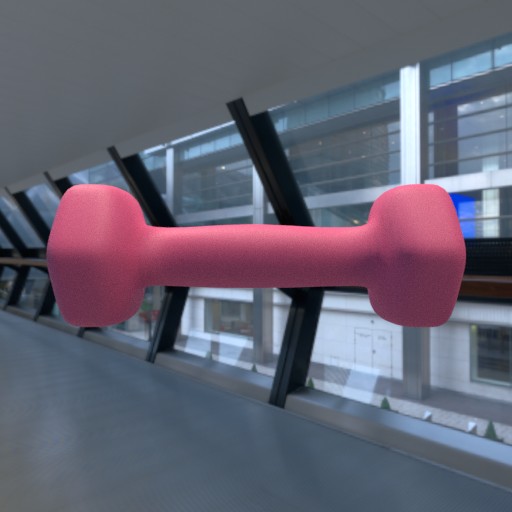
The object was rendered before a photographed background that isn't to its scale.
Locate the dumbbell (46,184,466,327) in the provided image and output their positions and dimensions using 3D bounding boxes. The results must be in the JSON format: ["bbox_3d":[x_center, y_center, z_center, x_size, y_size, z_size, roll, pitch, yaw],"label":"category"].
[{"bbox_3d":[0.000,0.000,0.170,0.146,0.053,0.058,0,-1,1],"label":"dumbbell"}]
